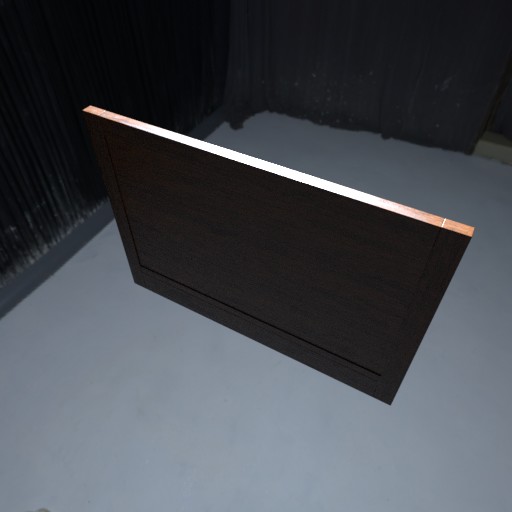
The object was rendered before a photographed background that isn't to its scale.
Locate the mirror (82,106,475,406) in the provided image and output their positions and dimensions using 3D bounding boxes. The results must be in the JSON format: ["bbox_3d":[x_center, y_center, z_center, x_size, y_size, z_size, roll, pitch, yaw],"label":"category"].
[{"bbox_3d":[0.000,0.000,0.983,0.758,0.537,0.084,22,50,20],"label":"mirror"}]
